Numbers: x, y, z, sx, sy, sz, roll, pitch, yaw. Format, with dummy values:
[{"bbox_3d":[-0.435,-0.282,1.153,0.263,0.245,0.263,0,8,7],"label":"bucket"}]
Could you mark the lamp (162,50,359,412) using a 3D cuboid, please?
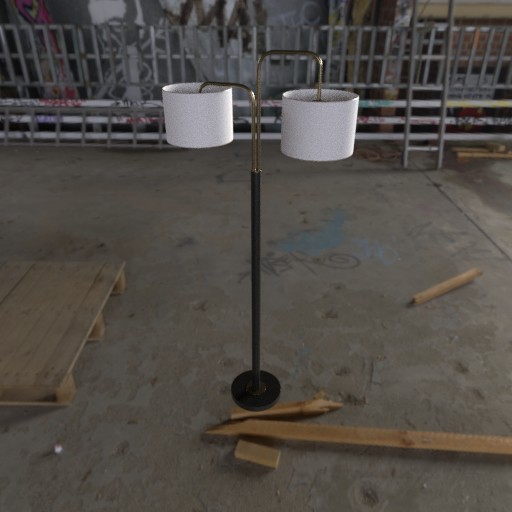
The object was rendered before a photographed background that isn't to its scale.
[{"bbox_3d":[0.000,0.000,1.871,0.711,1.587,0.254,10,31,18],"label":"lamp"}]
